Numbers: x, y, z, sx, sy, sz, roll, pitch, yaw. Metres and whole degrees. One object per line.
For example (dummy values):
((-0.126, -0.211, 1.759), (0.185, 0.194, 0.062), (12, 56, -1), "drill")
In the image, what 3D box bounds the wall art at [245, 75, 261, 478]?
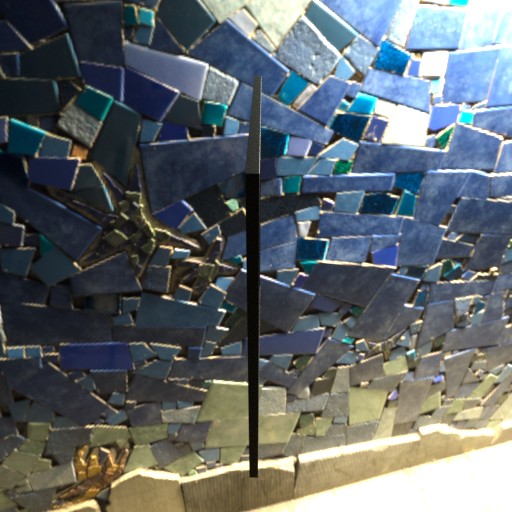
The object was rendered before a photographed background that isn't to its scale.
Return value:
((0.000, 0.000, 1.240), (0.022, 0.807, 0.807), (0, 32, 1), "wall art")
